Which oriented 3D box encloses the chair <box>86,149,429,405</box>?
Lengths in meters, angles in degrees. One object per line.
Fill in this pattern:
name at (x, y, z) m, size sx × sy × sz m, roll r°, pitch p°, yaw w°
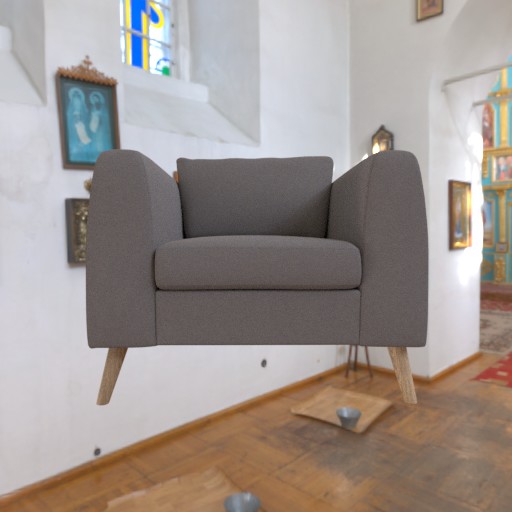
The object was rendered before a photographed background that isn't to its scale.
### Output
chair at (0.000, 0.000, 1.711) m, size 1.000 × 0.860 × 0.930 m, roll 0°, pitch 2°, yaw -1°
